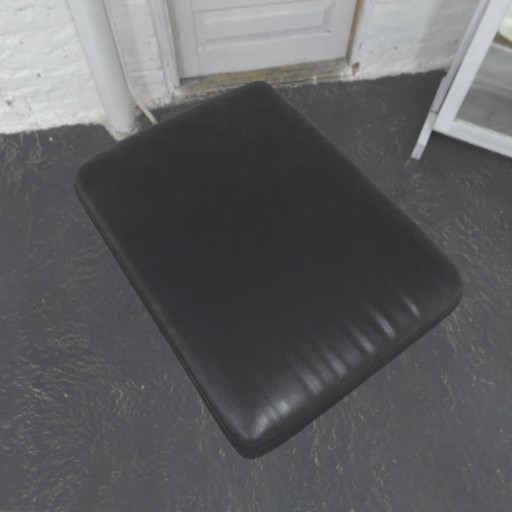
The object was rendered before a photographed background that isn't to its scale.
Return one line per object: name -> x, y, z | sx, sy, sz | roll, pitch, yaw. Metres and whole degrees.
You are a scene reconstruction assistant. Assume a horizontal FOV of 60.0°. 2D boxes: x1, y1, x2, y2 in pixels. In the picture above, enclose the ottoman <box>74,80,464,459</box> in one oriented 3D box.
ottoman -> 0.000, 0.000, 1.071 | 0.570, 0.402, 0.764 | -31, 65, -16
